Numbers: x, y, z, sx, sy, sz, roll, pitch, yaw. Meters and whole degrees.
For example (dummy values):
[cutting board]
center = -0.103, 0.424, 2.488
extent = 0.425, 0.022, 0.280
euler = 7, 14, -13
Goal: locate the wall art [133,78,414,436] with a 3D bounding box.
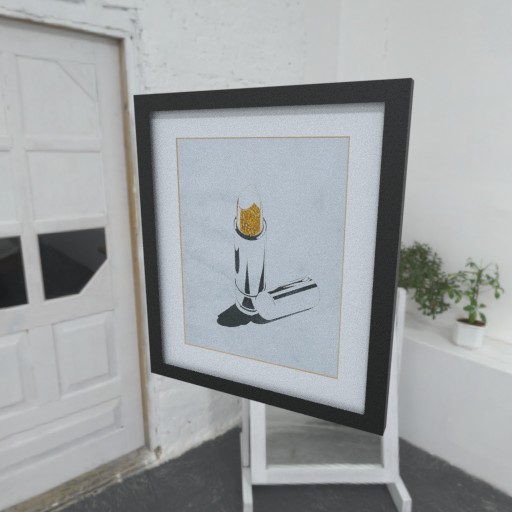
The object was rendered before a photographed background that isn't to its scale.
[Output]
[wall art]
center = 0.000, 0.000, 0.535
extent = 0.330, 0.381, 0.019
euler = 7, 16, 25
